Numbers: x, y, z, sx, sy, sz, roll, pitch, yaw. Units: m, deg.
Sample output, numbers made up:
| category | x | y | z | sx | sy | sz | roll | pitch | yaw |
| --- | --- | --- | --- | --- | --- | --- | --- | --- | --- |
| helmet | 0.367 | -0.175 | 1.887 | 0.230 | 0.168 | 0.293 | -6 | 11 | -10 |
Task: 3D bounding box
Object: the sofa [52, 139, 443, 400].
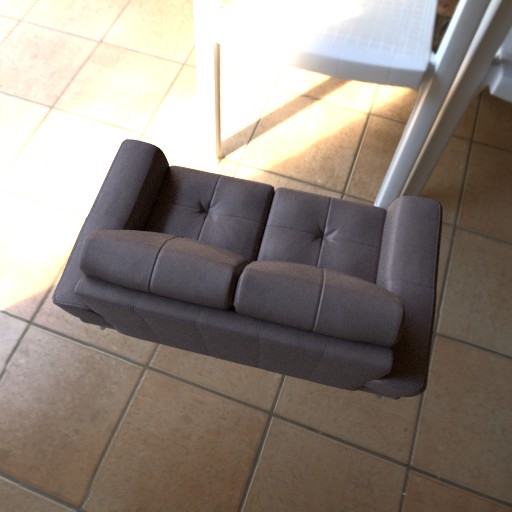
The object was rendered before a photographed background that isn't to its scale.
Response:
| category | x | y | z | sx | sy | sz | roll | pitch | yaw |
| --- | --- | --- | --- | --- | --- | --- | --- | --- | --- |
| sofa | 0.000 | 0.000 | 2.276 | 1.806 | 0.907 | 1.018 | 13 | 66 | 6 |
